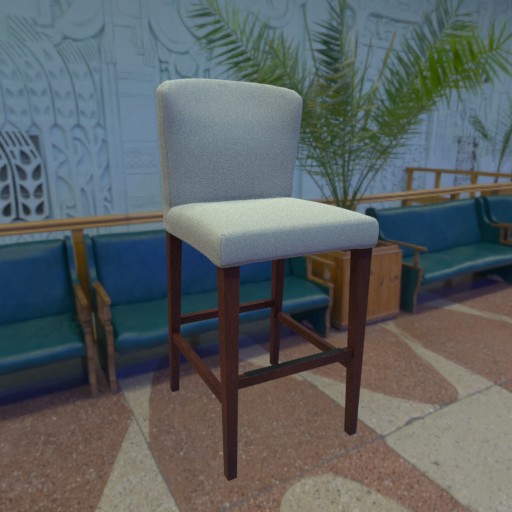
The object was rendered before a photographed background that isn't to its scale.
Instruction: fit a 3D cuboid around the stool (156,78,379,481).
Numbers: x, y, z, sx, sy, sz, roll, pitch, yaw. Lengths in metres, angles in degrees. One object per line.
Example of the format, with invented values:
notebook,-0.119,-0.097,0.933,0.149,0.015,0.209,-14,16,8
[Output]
stool,0.000,0.000,1.359,0.479,1.069,0.568,-8,17,-26
